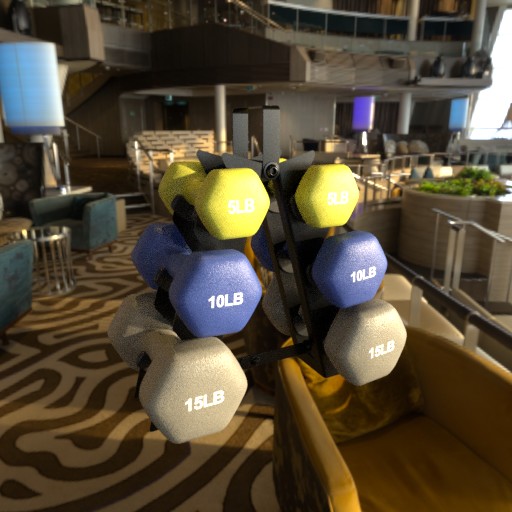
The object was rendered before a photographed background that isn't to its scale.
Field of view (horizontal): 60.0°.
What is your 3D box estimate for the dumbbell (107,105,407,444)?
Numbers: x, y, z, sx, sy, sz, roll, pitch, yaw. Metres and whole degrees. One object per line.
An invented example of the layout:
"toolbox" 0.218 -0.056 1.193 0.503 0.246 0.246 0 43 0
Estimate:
"dumbbell" 0.000 0.000 0.666 0.416 0.426 0.261 -8 18 -27
